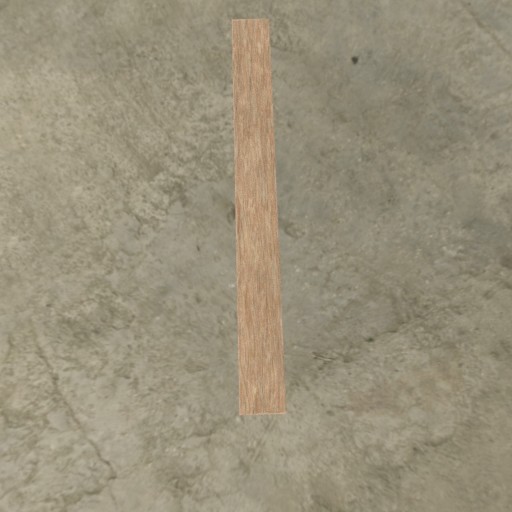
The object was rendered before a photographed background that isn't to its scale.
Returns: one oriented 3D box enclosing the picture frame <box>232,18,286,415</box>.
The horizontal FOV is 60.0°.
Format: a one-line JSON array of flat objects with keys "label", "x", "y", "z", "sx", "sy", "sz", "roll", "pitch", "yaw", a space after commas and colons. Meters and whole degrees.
[{"label": "picture frame", "x": 0.000, "y": 0.000, "z": 0.707, "sx": 0.043, "sy": 0.526, "sz": 0.424, "roll": -2, "pitch": 76, "yaw": 0}]
